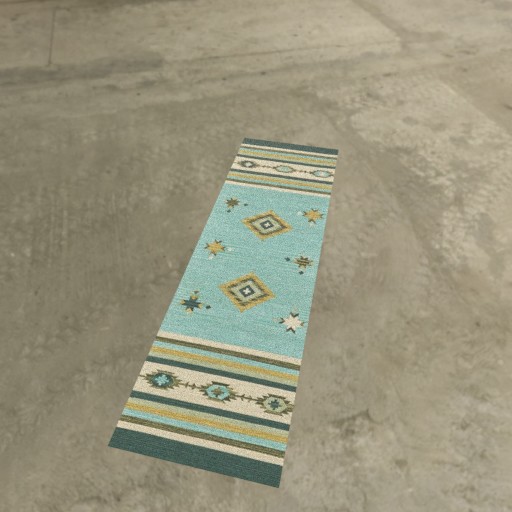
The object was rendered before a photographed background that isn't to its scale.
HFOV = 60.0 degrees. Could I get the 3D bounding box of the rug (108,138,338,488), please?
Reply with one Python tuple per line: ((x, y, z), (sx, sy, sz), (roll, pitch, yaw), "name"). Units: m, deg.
((0.000, 0.000, 2.649), (0.744, 0.010, 2.441), (9, 48, 9), "rug")
